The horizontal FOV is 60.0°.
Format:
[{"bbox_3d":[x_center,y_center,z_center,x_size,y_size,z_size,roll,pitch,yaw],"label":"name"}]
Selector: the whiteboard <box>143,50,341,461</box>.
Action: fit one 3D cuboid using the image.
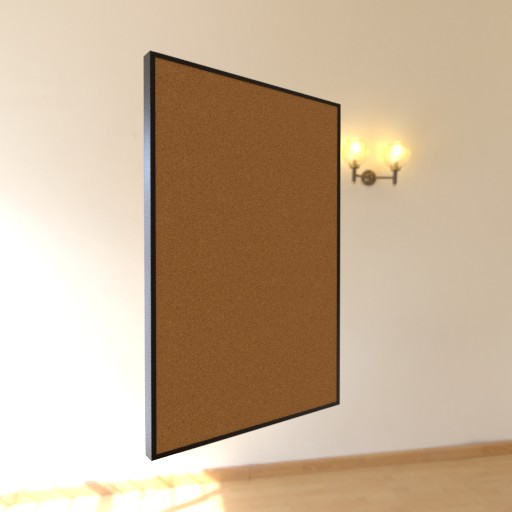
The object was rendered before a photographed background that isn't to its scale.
[{"bbox_3d":[0.000,0.000,0.787,0.406,0.611,0.026,-1,1,-36],"label":"whiteboard"}]
